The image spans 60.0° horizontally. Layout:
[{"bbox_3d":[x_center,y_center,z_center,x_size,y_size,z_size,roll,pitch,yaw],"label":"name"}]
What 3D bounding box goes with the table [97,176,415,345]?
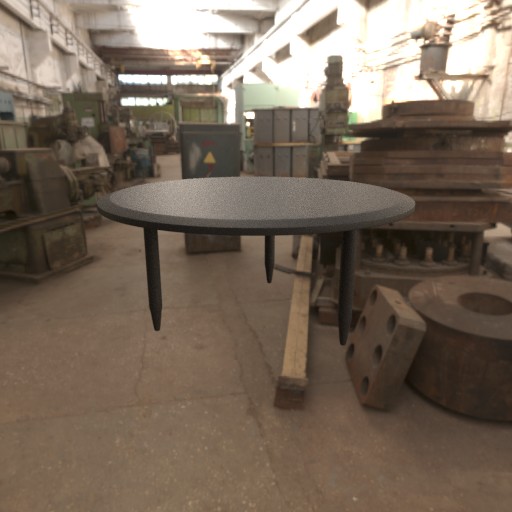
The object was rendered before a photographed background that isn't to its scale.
[{"bbox_3d":[0.000,0.000,1.378,0.900,0.400,0.900,0,16,0],"label":"table"}]
